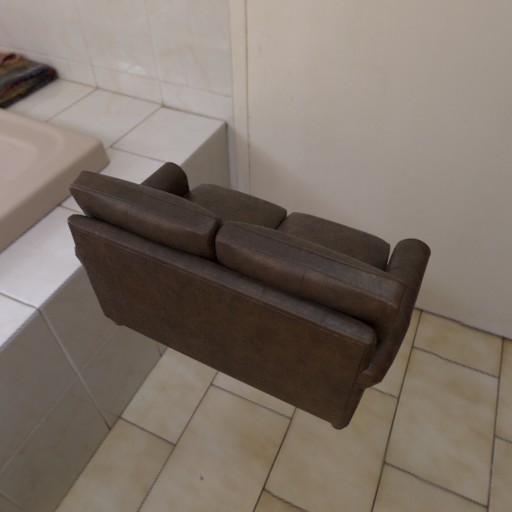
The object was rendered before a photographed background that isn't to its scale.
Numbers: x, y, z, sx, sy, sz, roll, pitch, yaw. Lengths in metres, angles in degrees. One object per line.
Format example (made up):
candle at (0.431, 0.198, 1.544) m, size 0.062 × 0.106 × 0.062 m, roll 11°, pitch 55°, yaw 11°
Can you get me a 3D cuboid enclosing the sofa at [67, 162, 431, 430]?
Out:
sofa at (0.000, 0.000, 2.297) m, size 1.616 × 0.976 × 0.990 m, roll 20°, pitch 49°, yaw 18°
